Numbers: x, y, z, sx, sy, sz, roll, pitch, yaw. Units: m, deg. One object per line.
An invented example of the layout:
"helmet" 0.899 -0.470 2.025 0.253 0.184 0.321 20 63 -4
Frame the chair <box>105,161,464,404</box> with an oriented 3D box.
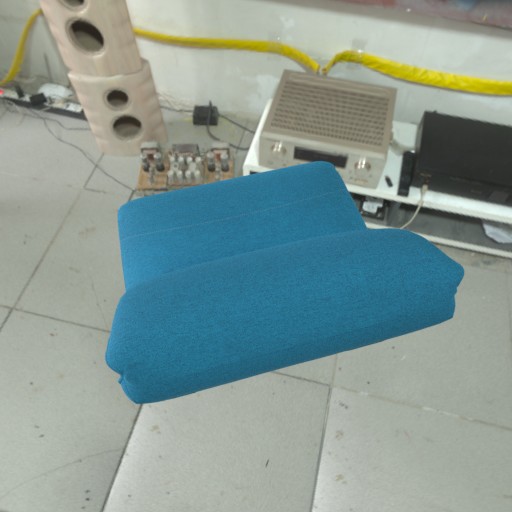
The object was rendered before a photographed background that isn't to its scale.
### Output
"chair" 0.000 0.000 1.325 0.820 0.580 0.780 -13 59 -8
